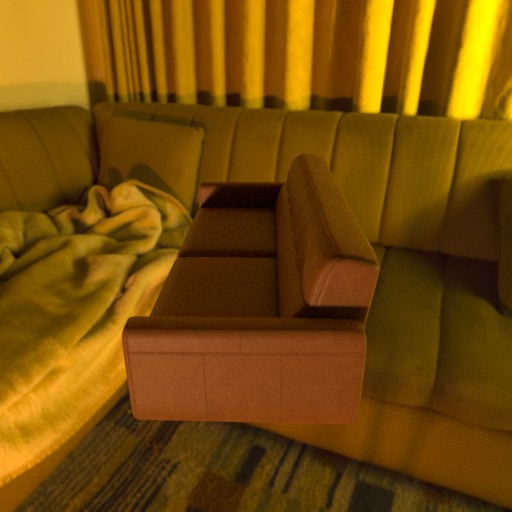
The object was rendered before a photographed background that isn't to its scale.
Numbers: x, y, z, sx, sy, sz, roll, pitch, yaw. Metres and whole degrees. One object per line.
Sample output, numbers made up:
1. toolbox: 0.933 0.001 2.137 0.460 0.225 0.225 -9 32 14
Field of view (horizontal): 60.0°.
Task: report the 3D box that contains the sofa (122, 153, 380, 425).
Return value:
1. sofa: 0.000 0.000 2.668 0.980 0.892 2.137 1 24 1
